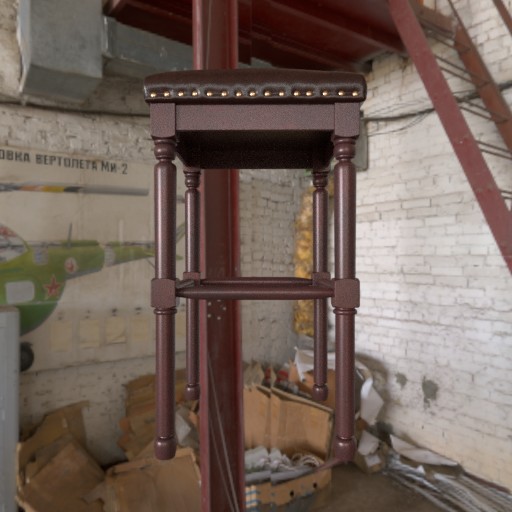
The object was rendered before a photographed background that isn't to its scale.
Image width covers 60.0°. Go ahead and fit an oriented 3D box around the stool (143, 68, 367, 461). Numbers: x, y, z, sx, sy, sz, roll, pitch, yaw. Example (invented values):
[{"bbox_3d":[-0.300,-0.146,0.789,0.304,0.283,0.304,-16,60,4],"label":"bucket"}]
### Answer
[{"bbox_3d":[0.000,0.000,0.933,0.382,0.702,0.383,0,0,1],"label":"stool"}]
